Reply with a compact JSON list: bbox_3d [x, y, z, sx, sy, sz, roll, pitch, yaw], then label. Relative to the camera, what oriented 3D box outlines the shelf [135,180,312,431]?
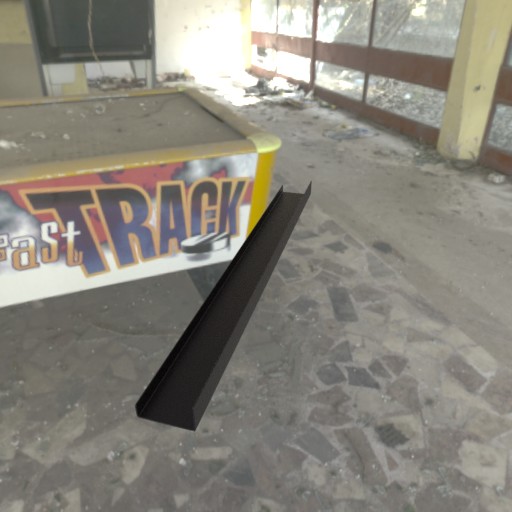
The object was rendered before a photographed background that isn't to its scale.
[{"bbox_3d":[0.000,0.000,1.004,0.092,0.049,0.924,8,30,14],"label":"shelf"}]
